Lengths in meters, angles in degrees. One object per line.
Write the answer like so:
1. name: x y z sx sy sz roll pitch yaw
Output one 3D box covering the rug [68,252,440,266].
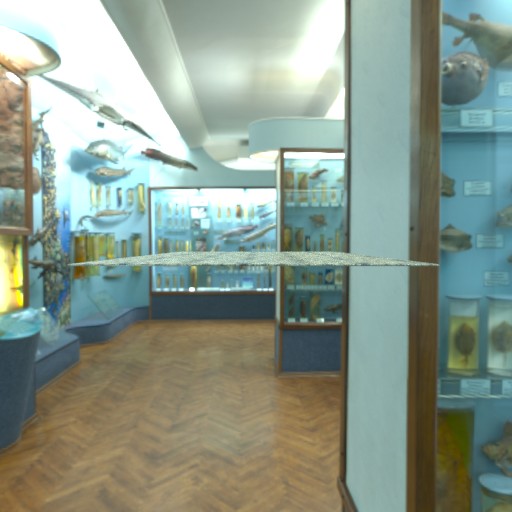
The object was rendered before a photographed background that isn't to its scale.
1. rug: 0.000 0.000 2.046 1.035 0.006 1.652 0 2 1
